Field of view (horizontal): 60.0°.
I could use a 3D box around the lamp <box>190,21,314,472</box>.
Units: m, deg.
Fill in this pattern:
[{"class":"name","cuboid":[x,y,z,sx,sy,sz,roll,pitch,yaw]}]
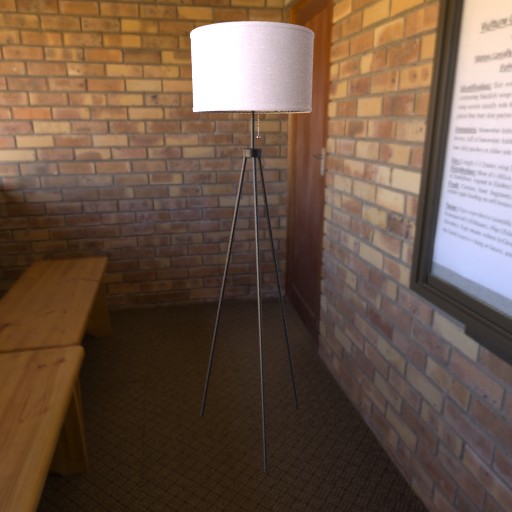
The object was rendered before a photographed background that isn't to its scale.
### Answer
[{"class":"lamp","cuboid":[0.000,0.000,1.713,0.458,1.545,0.448,-15,23,-42]}]
